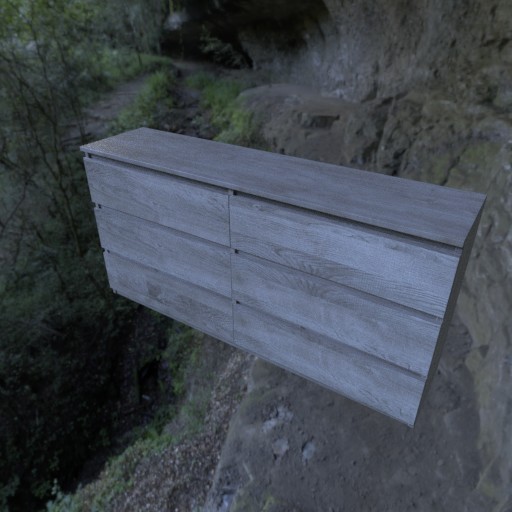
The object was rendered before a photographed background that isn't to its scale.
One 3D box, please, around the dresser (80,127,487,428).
[{"bbox_3d":[0.000,0.000,1.910,1.590,0.795,0.390,18,35,27],"label":"dresser"}]
